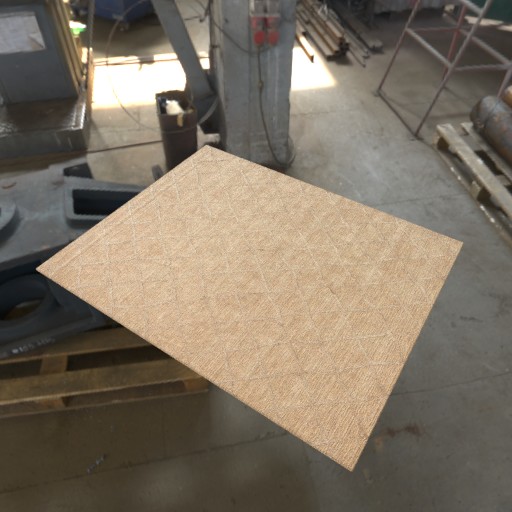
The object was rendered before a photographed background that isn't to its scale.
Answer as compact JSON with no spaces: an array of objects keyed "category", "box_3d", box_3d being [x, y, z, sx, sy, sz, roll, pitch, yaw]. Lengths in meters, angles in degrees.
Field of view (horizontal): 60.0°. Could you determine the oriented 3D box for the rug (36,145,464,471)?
[{"category":"rug","box_3d":[0.000,0.000,4.011,3.039,0.019,2.420,26,51,23]}]
